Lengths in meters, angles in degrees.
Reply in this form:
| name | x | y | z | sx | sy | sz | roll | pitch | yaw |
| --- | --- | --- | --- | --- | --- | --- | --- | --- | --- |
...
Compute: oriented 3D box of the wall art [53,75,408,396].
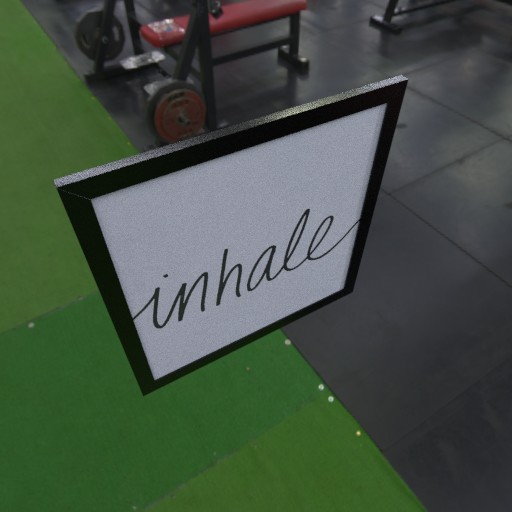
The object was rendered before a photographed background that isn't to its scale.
| name | x | y | z | sx | sy | sz | roll | pitch | yaw |
| --- | --- | --- | --- | --- | --- | --- | --- | --- | --- |
| wall art | 0.000 | 0.000 | 0.663 | 0.446 | 0.445 | 0.014 | -23 | 51 | -20 |
